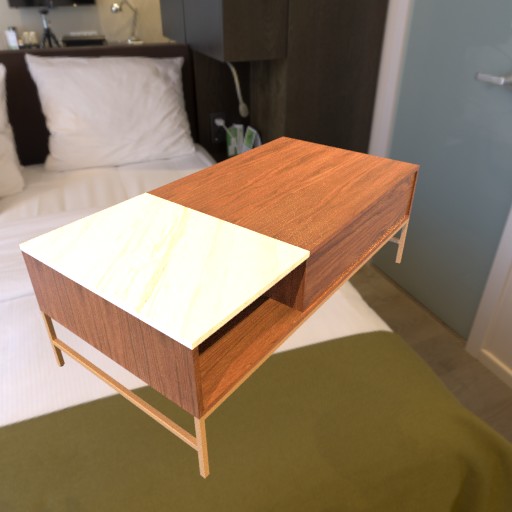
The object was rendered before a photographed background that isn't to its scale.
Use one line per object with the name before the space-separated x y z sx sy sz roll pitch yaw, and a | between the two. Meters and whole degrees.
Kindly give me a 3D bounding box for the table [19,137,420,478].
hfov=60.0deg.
table | 0.000 0.000 1.936 0.789 0.551 1.553 21 37 31
